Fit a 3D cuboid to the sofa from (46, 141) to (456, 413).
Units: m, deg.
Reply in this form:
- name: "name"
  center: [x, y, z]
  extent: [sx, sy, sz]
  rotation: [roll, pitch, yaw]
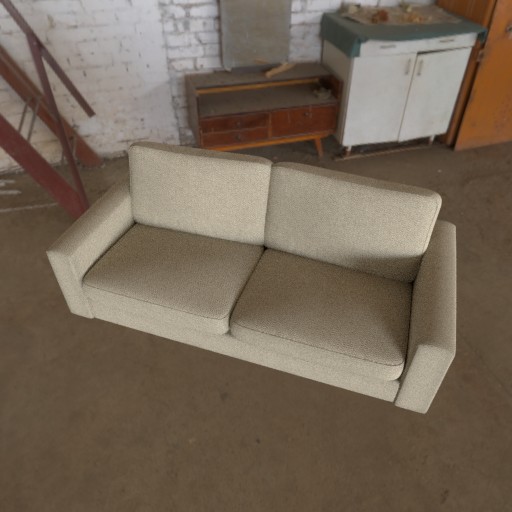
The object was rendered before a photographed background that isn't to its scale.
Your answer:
- name: "sofa"
  center: [0.000, 0.000, 2.617]
  extent: [2.179, 0.873, 1.016]
  rotation: [13, 43, 14]
